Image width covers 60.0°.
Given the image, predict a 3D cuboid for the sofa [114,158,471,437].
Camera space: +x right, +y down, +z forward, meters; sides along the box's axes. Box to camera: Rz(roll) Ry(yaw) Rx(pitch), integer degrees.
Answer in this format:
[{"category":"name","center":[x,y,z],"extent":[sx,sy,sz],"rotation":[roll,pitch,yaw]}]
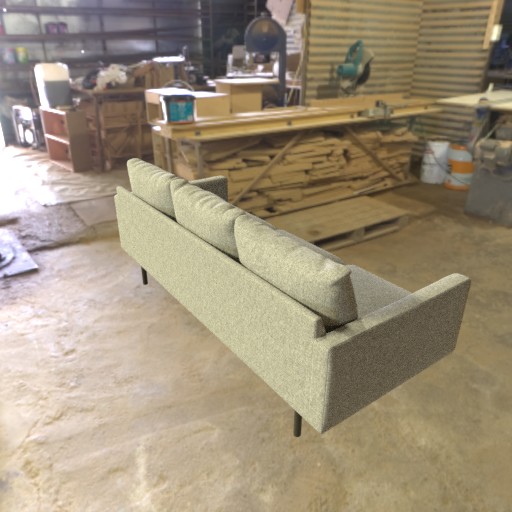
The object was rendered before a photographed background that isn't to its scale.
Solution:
[{"category":"sofa","center":[0.000,0.000,2.436],"extent":[0.850,0.830,2.000],"rotation":[-17,30,-32]}]
